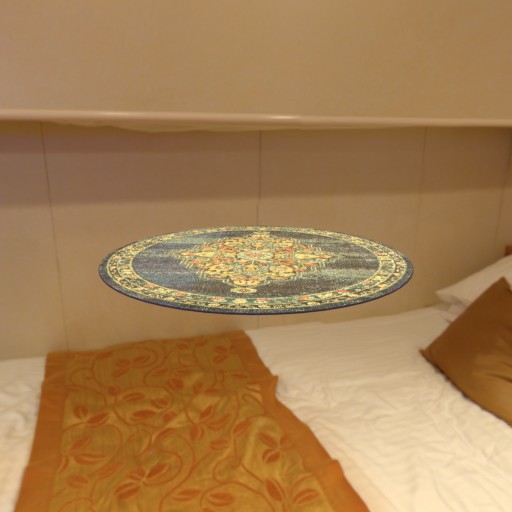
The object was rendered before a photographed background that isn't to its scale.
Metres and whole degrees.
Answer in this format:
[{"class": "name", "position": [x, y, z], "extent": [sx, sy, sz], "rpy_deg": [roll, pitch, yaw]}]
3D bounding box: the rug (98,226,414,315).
[{"class": "rug", "position": [0.000, 0.000, 3.547], "extent": [2.386, 0.014, 2.386], "rpy_deg": [0, 15, 0]}]
